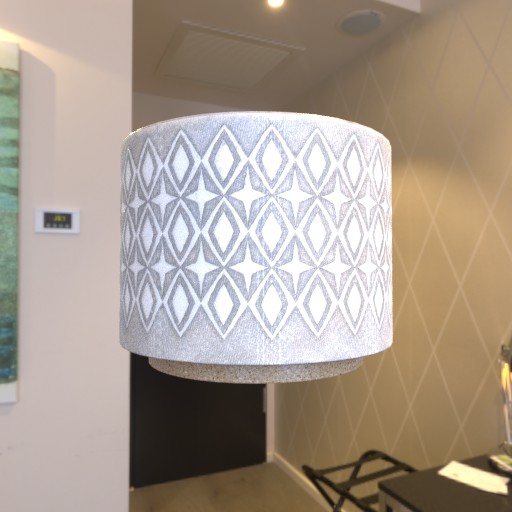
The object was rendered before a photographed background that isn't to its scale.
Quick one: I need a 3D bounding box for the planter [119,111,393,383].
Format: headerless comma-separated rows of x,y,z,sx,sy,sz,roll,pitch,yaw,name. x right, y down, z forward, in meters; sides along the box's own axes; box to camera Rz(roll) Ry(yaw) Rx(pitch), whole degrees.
0.000,0.000,0.317,0.186,0.144,0.186,0,-1,0,planter
